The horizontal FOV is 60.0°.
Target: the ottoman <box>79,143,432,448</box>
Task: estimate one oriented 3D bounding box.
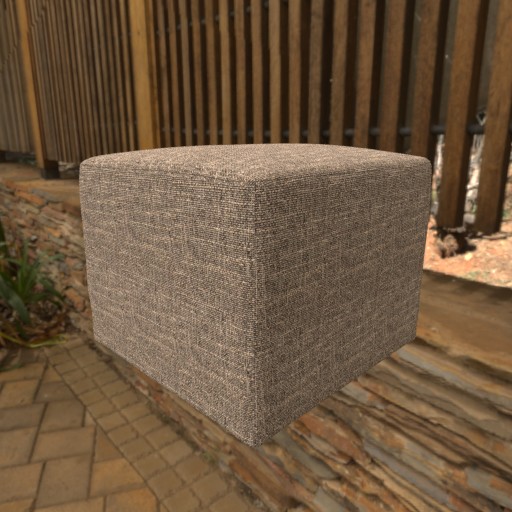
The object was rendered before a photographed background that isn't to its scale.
[{"bbox_3d":[0.000,0.000,0.927,0.512,0.453,0.521,15,22,43],"label":"ottoman"}]
